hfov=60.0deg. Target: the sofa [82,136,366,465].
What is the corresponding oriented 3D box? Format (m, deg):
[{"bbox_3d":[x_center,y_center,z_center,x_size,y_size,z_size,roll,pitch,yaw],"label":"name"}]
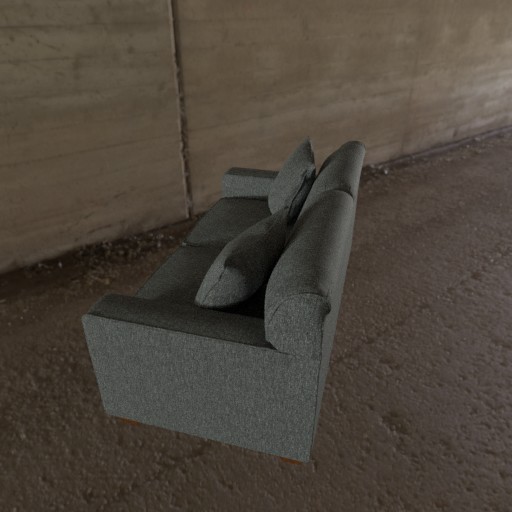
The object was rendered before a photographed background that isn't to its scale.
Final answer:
[{"bbox_3d":[0.000,0.000,2.466,0.998,0.958,1.846,8,31,13],"label":"sofa"}]
